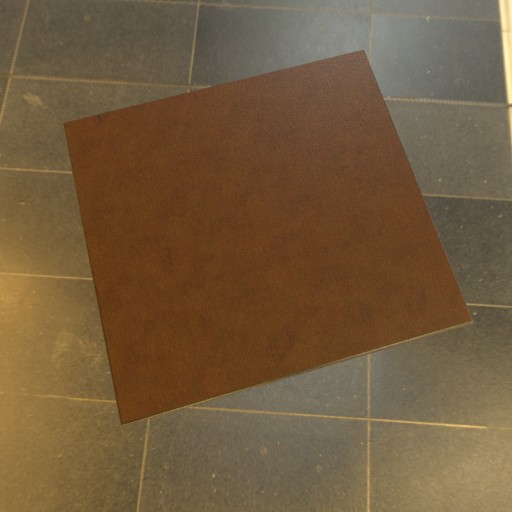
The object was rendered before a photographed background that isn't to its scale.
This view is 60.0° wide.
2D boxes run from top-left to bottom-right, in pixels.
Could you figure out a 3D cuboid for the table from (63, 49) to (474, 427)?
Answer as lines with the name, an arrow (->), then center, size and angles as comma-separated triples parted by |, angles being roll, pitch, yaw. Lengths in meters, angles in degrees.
table -> 0.000, 0.000, 1.056 | 0.602, 0.562, 0.560 | -15, 76, -4
